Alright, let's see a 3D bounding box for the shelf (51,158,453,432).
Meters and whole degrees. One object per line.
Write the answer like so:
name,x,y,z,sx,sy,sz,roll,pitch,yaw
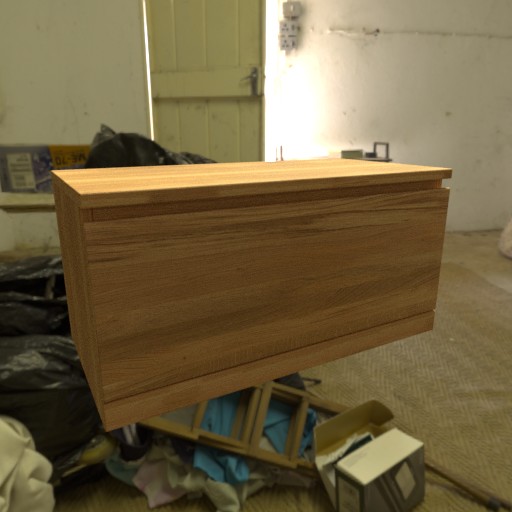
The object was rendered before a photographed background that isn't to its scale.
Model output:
shelf,0.000,0.000,1.040,0.800,0.400,0.400,-9,18,-28
